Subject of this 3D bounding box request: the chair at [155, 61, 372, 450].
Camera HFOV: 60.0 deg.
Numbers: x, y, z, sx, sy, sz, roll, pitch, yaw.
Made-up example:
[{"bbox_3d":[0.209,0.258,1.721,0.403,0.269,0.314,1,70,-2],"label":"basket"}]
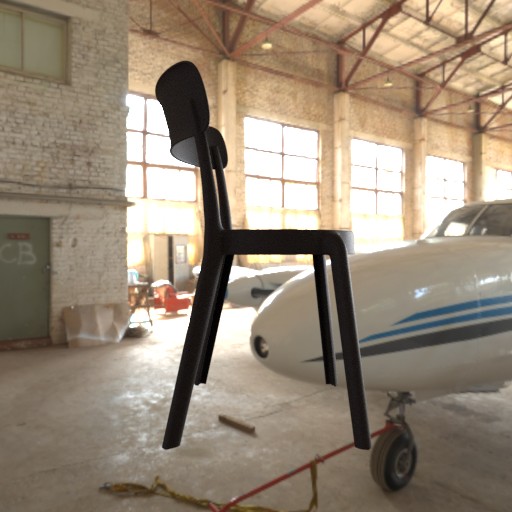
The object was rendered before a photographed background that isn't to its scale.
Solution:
[{"bbox_3d":[0.000,0.000,1.129,0.491,0.790,0.506,0,1,1],"label":"chair"}]
